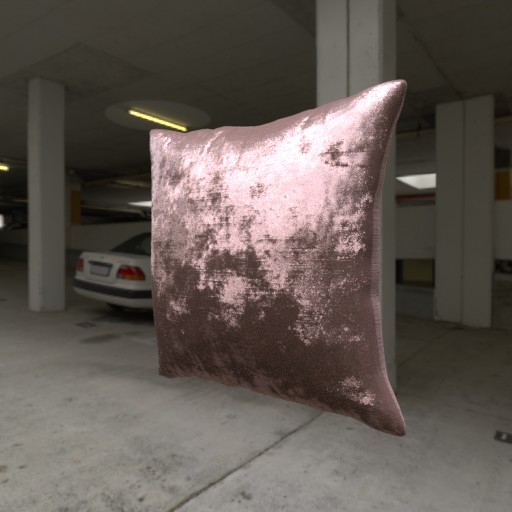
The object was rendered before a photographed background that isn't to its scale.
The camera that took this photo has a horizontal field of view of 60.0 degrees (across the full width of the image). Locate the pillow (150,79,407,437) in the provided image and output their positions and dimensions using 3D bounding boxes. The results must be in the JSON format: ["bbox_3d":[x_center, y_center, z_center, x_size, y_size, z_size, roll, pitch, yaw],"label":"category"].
[{"bbox_3d":[0.000,0.000,0.700,0.470,0.464,0.175,0,1,35],"label":"pillow"}]
